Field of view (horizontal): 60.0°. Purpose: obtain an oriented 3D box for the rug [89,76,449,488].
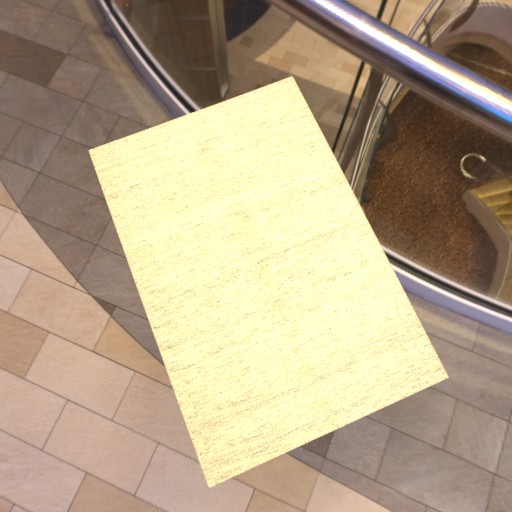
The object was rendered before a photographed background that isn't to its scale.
[{"bbox_3d":[0.000,0.000,2.307,1.250,0.015,1.850,-22,76,-6],"label":"rug"}]
